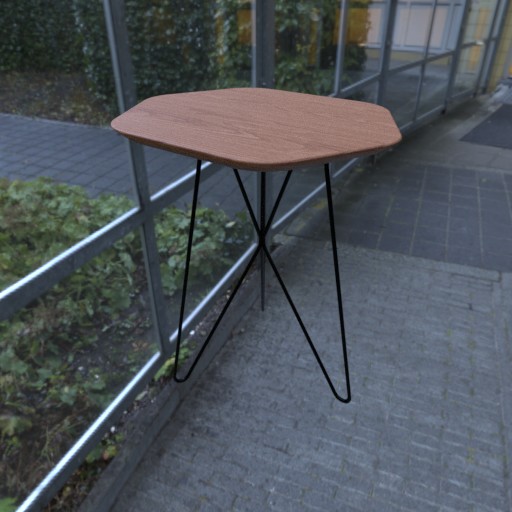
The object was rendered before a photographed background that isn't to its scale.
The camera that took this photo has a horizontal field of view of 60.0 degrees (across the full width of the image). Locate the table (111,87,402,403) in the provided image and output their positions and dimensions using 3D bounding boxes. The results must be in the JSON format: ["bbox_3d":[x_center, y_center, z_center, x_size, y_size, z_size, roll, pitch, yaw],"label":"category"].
[{"bbox_3d":[0.000,0.000,0.899,0.500,0.562,0.400,20,37,30],"label":"table"}]
